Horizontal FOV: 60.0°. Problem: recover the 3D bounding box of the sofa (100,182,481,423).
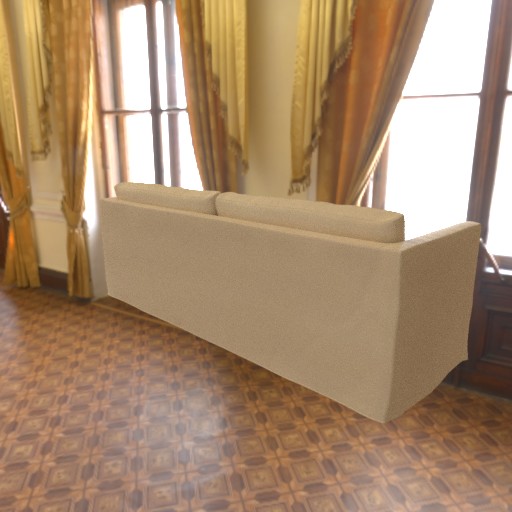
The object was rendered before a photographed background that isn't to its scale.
[{"bbox_3d":[0.000,0.000,3.246,2.779,0.999,1.036,13,19,43],"label":"sofa"}]
